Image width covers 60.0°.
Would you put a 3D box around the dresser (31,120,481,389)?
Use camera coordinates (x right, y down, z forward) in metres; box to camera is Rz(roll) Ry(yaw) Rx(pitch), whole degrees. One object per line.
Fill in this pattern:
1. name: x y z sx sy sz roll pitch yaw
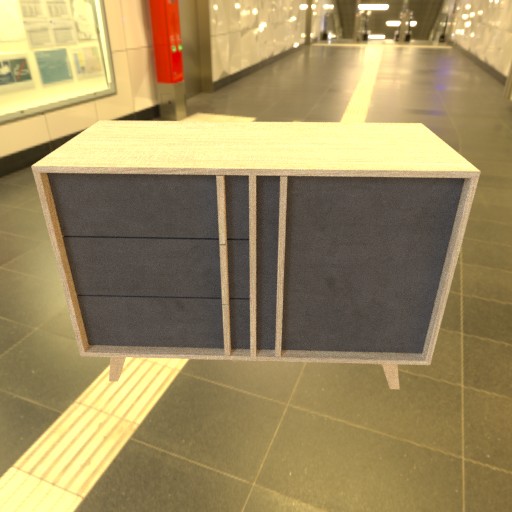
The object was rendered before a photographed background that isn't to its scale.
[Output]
1. dresser: 0.000 0.000 1.503 1.110 0.780 0.500 1 30 2
